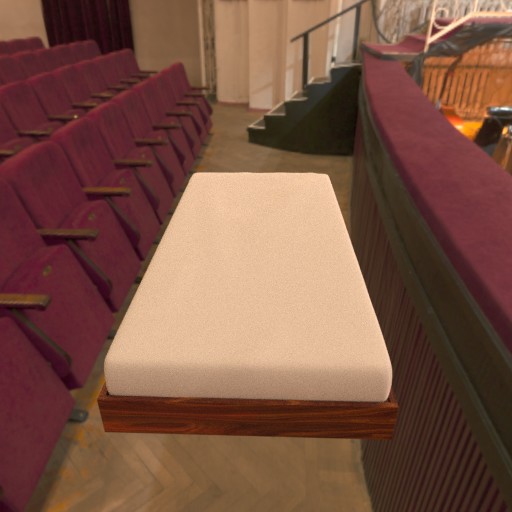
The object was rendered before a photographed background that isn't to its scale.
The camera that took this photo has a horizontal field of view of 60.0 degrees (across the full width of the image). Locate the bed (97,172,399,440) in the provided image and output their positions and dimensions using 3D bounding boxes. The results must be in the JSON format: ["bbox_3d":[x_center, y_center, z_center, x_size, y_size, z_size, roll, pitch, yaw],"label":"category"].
[{"bbox_3d":[0.000,0.000,2.187,0.940,0.312,1.860,1,29,2],"label":"bed"}]
